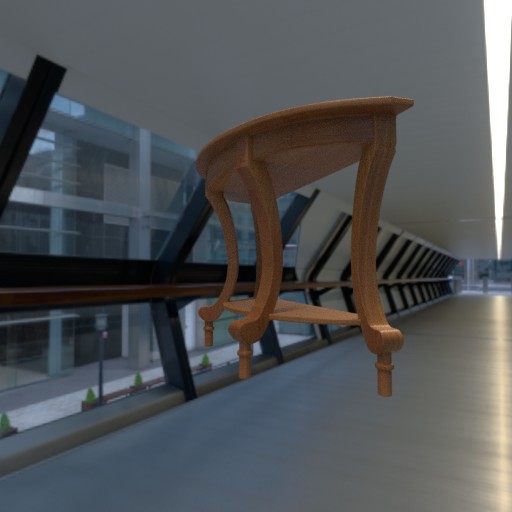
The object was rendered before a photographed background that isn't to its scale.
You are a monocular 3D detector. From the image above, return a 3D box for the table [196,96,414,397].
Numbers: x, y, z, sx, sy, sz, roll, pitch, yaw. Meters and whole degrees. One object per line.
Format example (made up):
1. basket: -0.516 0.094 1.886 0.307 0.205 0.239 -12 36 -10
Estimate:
1. table: 0.000 0.000 1.525 0.394 0.692 1.198 1 -2 -17
